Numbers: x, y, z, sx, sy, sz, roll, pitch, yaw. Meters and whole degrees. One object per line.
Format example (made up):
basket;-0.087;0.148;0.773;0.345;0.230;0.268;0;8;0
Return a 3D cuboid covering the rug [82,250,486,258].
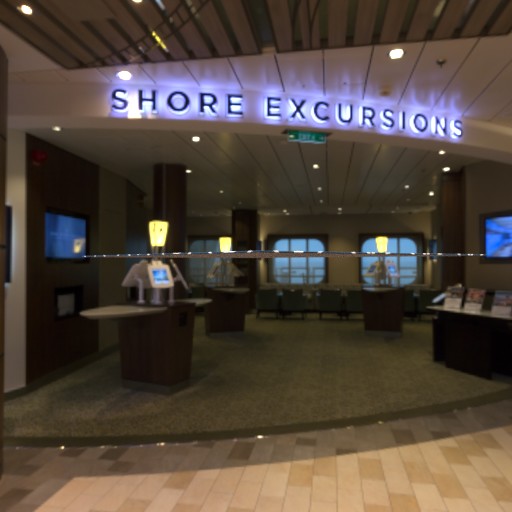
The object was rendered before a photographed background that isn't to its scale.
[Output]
rug;0.000;0.000;4.406;2.438;0.010;3.353;0;-1;-37
